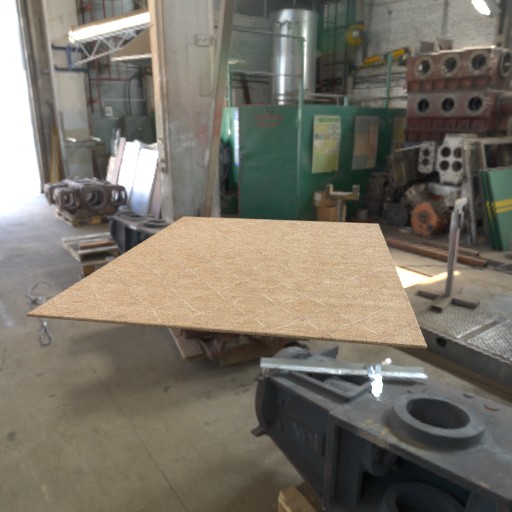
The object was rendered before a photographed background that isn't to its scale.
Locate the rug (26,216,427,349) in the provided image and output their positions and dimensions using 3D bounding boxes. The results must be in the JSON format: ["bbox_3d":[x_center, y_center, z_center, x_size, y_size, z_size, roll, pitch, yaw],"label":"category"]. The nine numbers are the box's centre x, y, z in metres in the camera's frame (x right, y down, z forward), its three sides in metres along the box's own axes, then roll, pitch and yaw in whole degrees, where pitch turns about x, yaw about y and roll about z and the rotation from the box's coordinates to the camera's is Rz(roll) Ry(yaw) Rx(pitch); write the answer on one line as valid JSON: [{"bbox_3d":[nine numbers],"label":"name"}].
[{"bbox_3d":[0.000,0.000,4.034,2.420,0.019,3.039,3,17,10],"label":"rug"}]
